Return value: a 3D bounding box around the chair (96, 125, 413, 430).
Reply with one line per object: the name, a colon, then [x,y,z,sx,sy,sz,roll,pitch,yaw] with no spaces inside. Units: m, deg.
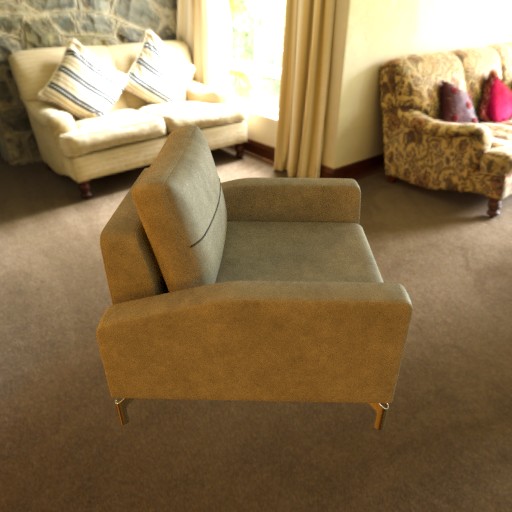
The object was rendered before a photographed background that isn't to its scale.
chair: [0.000,0.000,1.623,0.900,0.800,0.900,1,31,1]
